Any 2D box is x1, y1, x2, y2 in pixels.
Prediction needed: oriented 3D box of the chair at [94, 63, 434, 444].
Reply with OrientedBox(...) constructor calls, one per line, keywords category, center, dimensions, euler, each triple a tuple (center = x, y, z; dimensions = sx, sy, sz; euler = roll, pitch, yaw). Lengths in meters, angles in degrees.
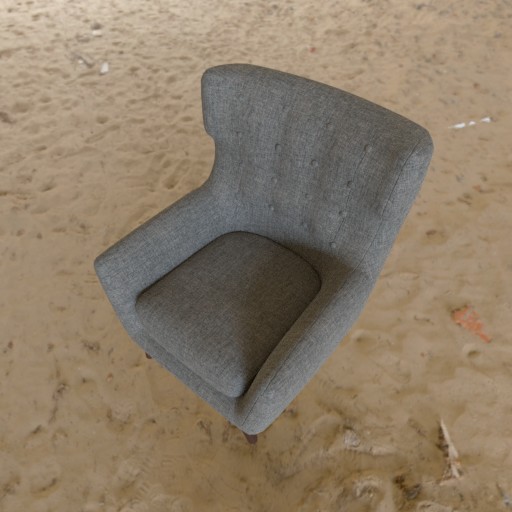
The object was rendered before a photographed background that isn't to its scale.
OrientedBox(category="chair", center=(0.000, 0.000, 1.697), dimensions=(0.878, 1.063, 0.904), euler=(31, 54, 26))
